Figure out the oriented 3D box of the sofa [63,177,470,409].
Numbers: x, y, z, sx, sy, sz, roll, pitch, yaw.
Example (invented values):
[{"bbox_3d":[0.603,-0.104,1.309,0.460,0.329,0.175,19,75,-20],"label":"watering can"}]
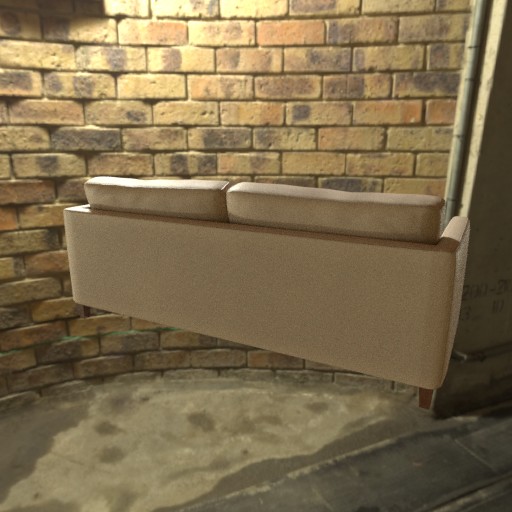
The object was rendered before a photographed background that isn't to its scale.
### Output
[{"bbox_3d":[0.000,0.000,2.785,2.361,0.968,0.951,8,17,27],"label":"sofa"}]
